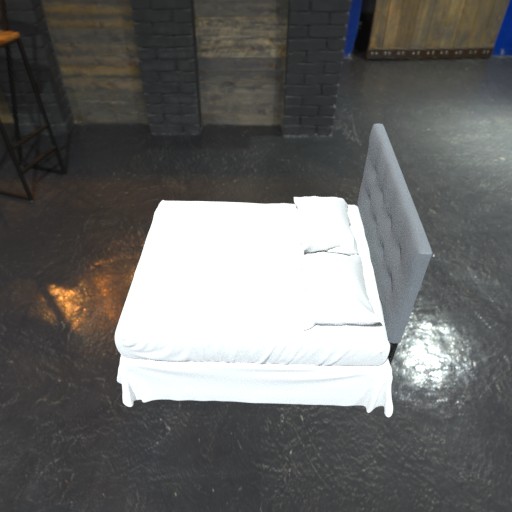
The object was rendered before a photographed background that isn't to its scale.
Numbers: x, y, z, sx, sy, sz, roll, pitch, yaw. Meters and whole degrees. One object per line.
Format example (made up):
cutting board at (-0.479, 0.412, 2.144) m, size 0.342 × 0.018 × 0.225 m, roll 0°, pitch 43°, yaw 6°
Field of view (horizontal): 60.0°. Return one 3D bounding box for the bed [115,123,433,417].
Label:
bed at (0.000, 0.000, 3.623) m, size 2.222 × 1.577 × 1.936 m, roll 1°, pitch 42°, yaw 2°
